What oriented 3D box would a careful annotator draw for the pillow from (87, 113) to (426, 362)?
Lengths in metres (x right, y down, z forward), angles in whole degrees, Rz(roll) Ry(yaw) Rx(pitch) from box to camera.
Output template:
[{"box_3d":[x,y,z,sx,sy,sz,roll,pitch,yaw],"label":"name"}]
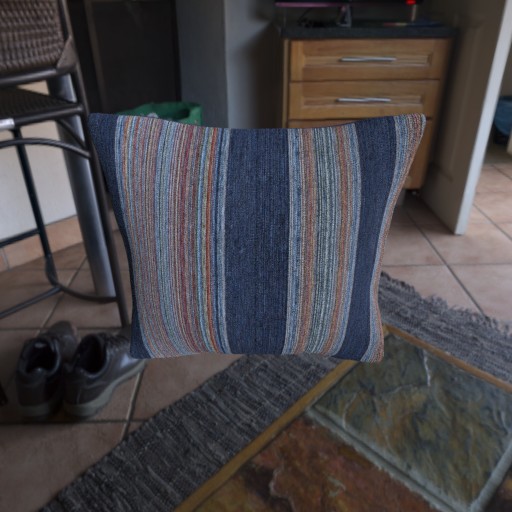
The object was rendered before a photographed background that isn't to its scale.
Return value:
[{"box_3d":[0.000,0.000,0.664,0.437,0.419,0.136,0,30,1],"label":"pillow"}]
